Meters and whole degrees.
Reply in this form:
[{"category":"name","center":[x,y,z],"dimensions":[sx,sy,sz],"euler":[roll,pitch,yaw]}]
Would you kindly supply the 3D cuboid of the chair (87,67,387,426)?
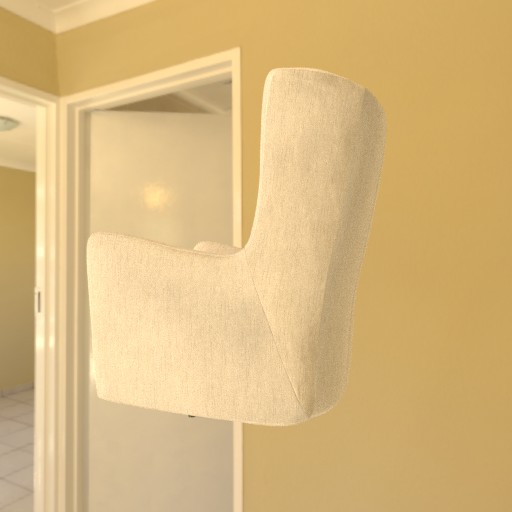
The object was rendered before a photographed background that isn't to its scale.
[{"category":"chair","center":[0.000,0.000,1.595],"dimensions":[0.904,1.000,0.779],"euler":[0,-1,19]}]
